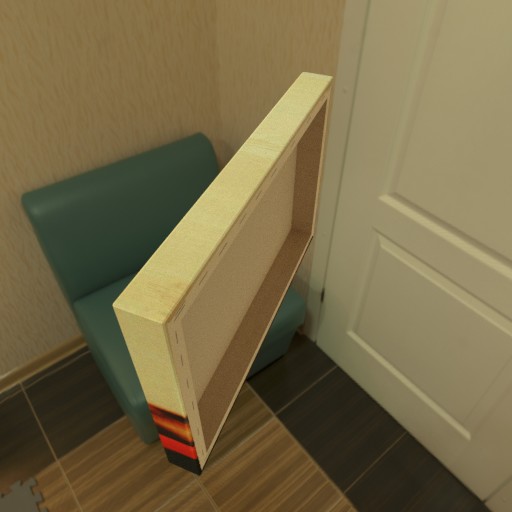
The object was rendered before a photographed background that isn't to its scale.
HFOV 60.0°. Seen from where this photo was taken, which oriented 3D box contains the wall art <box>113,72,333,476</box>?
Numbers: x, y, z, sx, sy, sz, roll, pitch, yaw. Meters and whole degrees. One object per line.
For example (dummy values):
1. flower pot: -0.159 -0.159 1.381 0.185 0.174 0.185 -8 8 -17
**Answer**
1. wall art: 0.000 0.000 0.482 0.037 0.251 0.383 16 47 16
